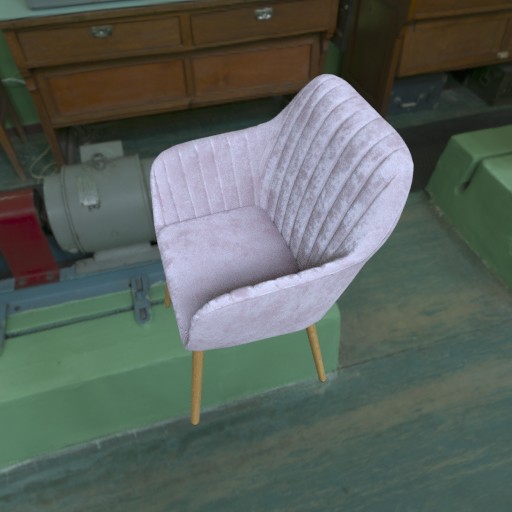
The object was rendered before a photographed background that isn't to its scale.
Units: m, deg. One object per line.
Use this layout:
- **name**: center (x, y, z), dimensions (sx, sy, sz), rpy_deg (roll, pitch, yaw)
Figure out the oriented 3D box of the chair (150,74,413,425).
- **chair**: center (0.000, 0.000, 1.261), dimensions (0.570, 0.832, 0.610), rpy_deg (-14, 49, -12)
